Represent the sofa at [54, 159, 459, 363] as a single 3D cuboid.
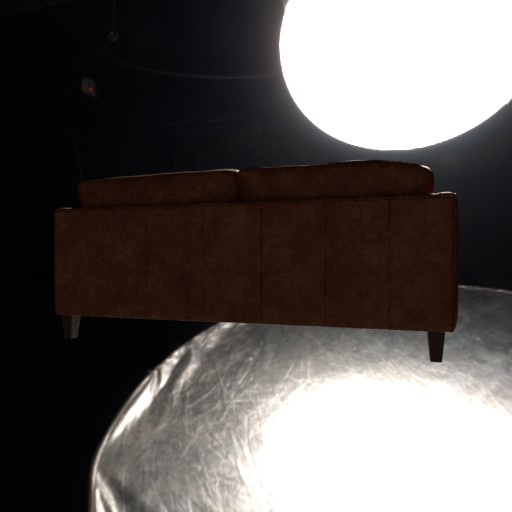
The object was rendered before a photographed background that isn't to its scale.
[{"bbox_3d":[0.000,0.000,2.468,1.971,0.863,0.923,0,0,18],"label":"sofa"}]
